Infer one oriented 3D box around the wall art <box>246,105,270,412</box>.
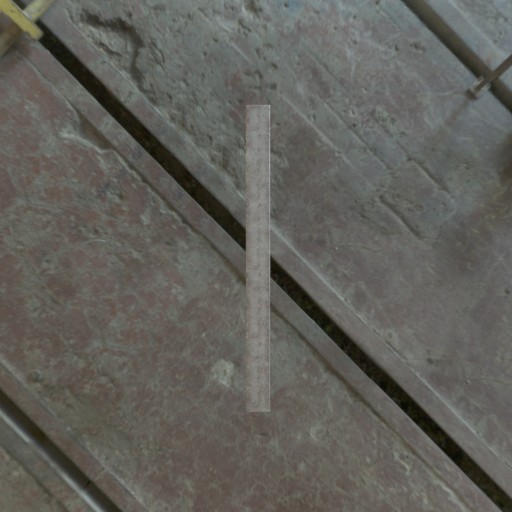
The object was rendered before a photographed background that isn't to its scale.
[{"bbox_3d":[0.000,0.000,1.664,0.051,1.461,0.648,0,91,0],"label":"wall art"}]
